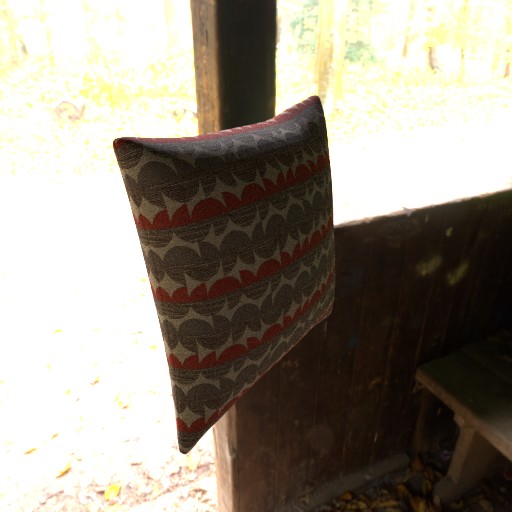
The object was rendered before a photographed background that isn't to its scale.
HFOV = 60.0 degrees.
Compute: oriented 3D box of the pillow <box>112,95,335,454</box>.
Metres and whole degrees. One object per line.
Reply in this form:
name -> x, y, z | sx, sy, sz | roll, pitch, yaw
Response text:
pillow -> 0.000, 0.000, 0.657 | 0.180, 0.410, 0.420 | 18, 32, 31
